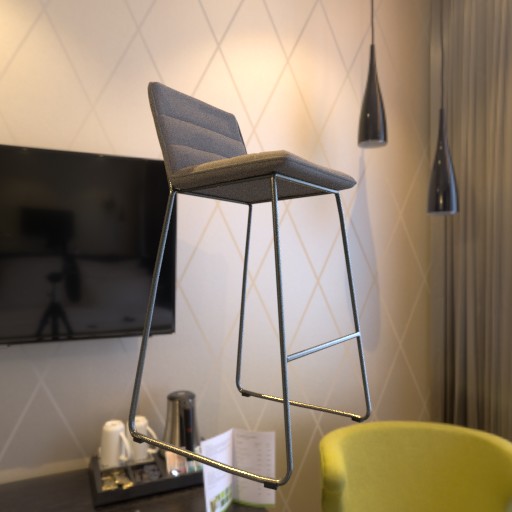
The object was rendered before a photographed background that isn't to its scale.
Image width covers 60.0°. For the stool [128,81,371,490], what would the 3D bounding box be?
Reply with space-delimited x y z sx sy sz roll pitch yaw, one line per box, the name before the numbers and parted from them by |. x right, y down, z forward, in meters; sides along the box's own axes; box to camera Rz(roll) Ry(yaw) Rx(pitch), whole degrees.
stool | 0.000 0.000 1.224 0.490 0.960 0.490 0 0 35
